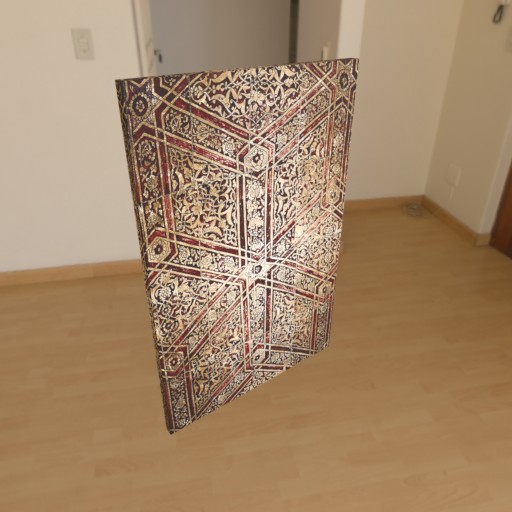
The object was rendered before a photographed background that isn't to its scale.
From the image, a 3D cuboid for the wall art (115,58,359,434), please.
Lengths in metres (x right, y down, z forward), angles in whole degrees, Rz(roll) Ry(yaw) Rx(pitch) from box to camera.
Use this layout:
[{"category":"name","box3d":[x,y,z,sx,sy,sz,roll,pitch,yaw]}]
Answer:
[{"category":"wall art","box3d":[0.000,0.000,0.760,0.397,0.599,0.020,-20,35,-31]}]
